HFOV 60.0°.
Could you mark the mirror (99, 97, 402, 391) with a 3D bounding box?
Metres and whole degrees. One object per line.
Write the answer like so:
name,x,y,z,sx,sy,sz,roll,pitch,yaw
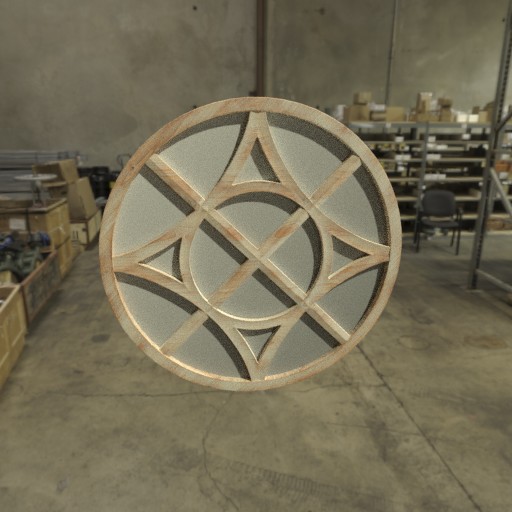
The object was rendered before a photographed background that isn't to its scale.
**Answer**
mirror,0.000,0.000,1.054,0.710,0.710,0.038,-2,17,-8
